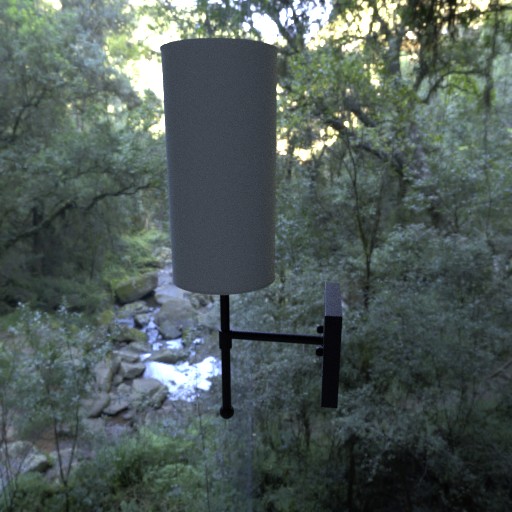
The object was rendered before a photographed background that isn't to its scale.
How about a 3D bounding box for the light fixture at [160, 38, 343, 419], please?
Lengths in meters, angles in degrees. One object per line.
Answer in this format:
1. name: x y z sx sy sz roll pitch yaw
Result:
1. light fixture: 0.000 0.000 0.538 0.208 0.462 0.128 2 16 8
